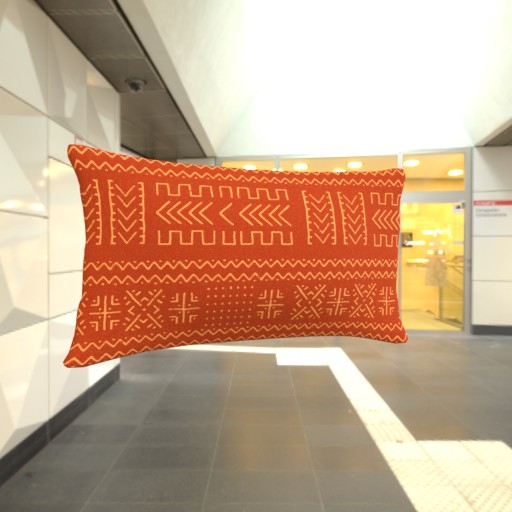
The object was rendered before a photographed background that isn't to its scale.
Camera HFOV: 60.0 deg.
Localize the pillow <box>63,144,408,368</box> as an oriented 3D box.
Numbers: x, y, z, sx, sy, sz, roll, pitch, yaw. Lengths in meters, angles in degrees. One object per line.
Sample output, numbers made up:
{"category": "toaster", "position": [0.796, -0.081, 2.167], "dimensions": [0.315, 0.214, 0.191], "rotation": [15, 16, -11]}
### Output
{"category": "pillow", "position": [0.000, 0.000, 0.799], "dimensions": [0.640, 0.352, 0.130], "rotation": [0, 1, -19]}
